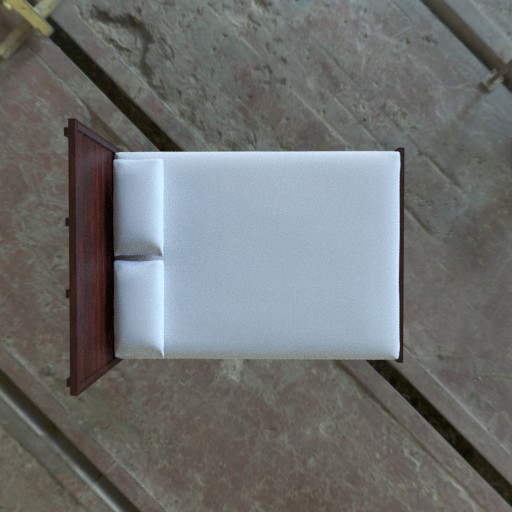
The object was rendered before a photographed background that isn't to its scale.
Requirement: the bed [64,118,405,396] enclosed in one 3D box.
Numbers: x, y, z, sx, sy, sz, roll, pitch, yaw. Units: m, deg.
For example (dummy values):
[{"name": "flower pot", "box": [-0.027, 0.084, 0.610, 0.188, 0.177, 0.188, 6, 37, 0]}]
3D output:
[{"name": "bed", "box": [0.000, 0.000, 3.977, 2.803, 1.492, 2.040, 0, 91, 1]}]
